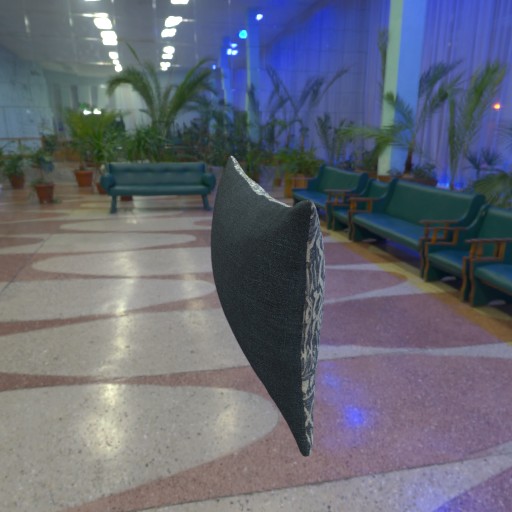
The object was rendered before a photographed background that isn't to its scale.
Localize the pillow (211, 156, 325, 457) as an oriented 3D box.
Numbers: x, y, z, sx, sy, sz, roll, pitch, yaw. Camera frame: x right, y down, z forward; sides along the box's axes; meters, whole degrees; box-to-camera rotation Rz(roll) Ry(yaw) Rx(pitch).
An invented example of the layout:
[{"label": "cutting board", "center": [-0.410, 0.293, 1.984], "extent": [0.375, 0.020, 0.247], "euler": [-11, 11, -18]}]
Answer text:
[{"label": "pillow", "center": [0.000, 0.000, 0.755], "extent": [0.148, 0.292, 0.631], "euler": [-3, 17, -10]}]
